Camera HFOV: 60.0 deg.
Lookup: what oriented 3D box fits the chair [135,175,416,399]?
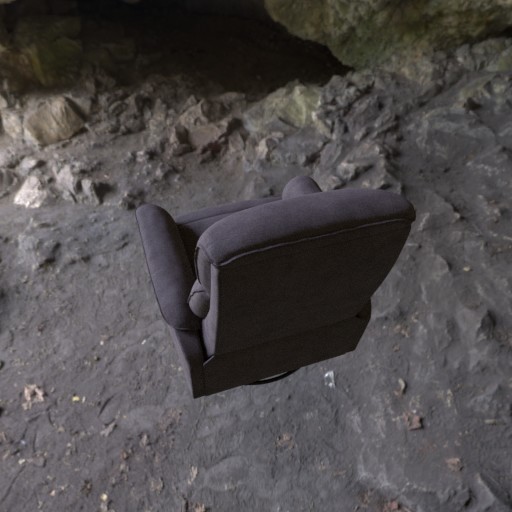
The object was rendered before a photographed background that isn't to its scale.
[{"bbox_3d":[0.000,0.000,1.745,0.830,1.036,1.009,-13,43,-14],"label":"chair"}]
